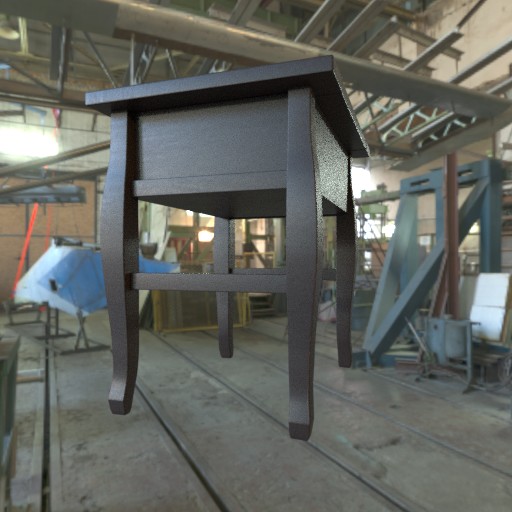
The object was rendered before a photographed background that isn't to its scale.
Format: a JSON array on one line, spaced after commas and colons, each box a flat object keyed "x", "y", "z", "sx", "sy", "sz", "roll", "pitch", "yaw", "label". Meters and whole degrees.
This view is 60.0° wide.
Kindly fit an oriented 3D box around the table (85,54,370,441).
[{"x": 0.000, "y": 0.000, "z": 1.026, "sx": 0.460, "sy": 0.605, "sz": 0.602, "roll": 0, "pitch": 0, "yaw": 19, "label": "table"}]
